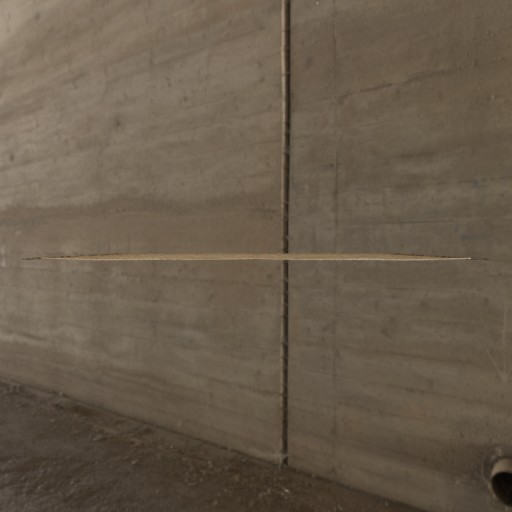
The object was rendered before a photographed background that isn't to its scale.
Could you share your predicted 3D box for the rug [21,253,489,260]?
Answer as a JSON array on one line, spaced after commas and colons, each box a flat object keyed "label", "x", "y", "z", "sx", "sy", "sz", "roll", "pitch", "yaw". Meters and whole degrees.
[{"label": "rug", "x": 0.000, "y": 0.000, "z": 2.353, "sx": 1.861, "sy": 0.017, "sz": 1.218, "roll": 0, "pitch": 1, "yaw": 1}]
